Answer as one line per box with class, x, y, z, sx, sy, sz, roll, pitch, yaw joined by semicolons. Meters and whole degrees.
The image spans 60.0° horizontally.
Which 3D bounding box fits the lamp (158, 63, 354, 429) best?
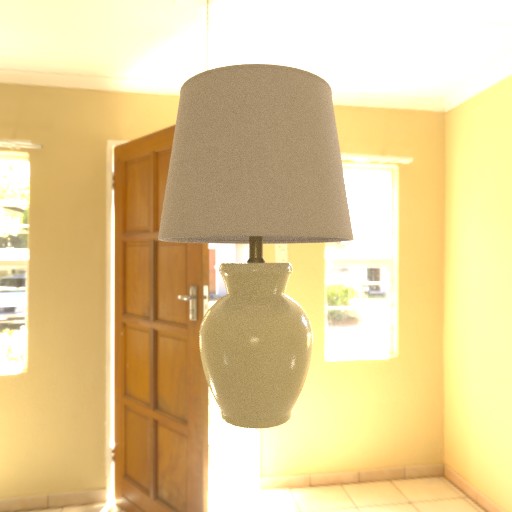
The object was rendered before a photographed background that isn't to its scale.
lamp;0.000;0.000;0.554;0.239;0.399;0.239;0;0;0
